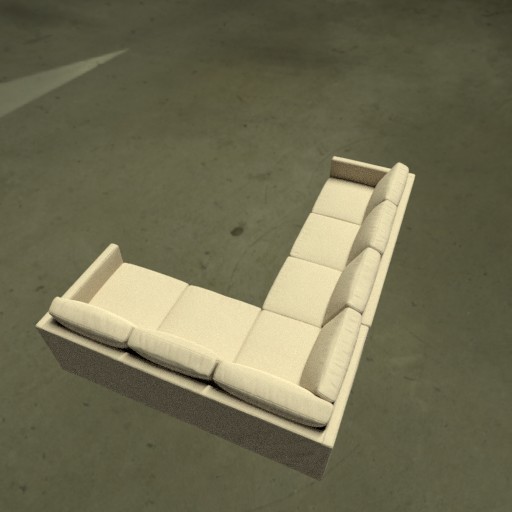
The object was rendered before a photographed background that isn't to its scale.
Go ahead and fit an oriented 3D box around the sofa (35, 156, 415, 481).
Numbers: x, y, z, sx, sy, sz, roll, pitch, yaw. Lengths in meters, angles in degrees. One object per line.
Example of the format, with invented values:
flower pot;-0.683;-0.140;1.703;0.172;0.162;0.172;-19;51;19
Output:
sofa;0.000;0.000;4.317;2.432;0.871;3.182;17;49;16
